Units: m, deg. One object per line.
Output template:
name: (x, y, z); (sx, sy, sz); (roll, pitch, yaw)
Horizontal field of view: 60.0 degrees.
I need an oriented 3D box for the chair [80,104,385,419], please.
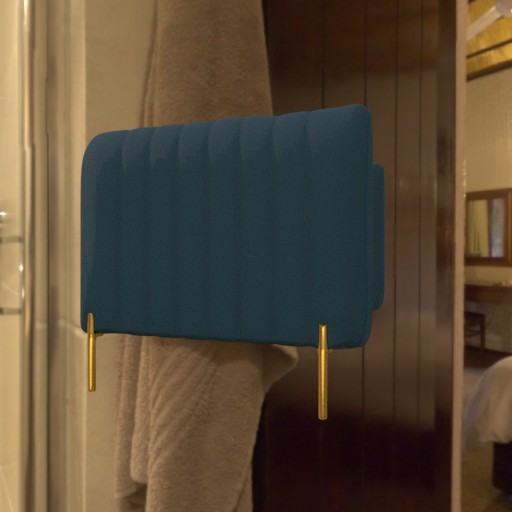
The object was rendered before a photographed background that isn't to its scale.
chair: (0.000, 0.000, 1.622); (0.877, 0.793, 0.947); (0, 1, 18)
